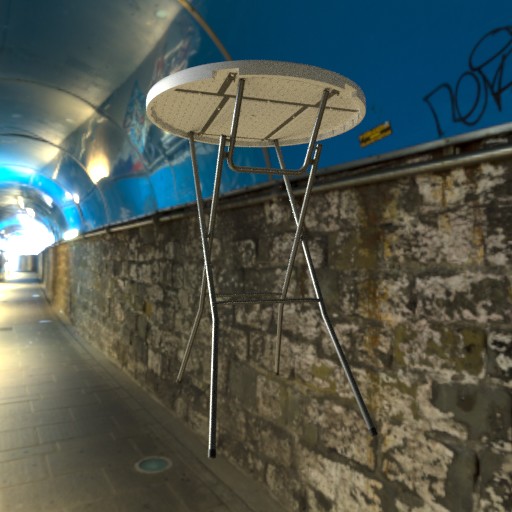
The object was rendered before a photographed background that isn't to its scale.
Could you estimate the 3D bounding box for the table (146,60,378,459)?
[{"bbox_3d":[0.000,0.000,1.643,0.792,1.105,0.795,0,-1,-18],"label":"table"}]
